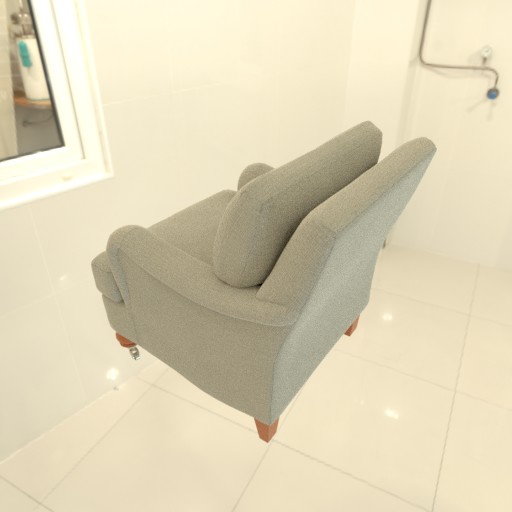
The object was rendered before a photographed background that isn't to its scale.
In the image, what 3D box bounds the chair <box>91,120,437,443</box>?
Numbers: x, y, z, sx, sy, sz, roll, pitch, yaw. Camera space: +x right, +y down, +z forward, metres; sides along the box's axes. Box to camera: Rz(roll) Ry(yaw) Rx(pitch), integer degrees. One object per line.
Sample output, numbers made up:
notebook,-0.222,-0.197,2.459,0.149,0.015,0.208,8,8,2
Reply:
chair,0.000,0.000,1.855,1.070,1.038,0.955,20,37,29
